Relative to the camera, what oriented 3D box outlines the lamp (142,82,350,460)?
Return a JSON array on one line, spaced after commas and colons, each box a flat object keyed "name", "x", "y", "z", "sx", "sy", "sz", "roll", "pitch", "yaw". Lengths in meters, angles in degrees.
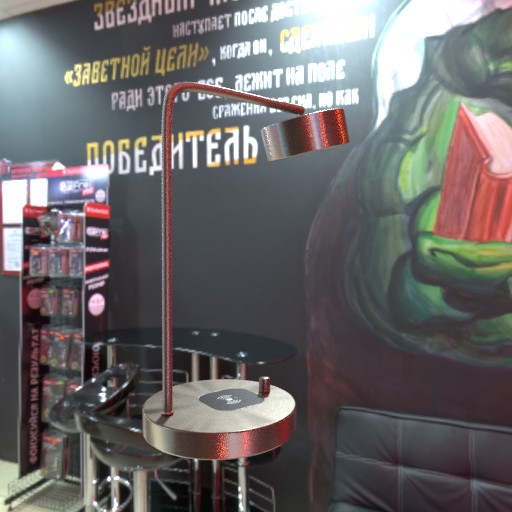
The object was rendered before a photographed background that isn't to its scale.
[{"name": "lamp", "x": 0.000, "y": 0.000, "z": 0.650, "sx": 0.334, "sy": 0.469, "sz": 0.211, "roll": -1, "pitch": 1, "yaw": -36}]
